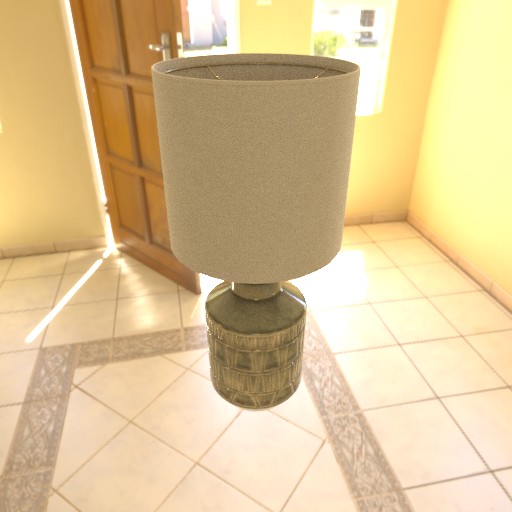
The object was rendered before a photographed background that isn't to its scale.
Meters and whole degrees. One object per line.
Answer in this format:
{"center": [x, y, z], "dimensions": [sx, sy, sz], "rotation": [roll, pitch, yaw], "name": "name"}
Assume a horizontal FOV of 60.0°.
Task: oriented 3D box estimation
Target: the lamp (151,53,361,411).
{"center": [0.000, 0.000, 0.569], "dimensions": [0.211, 0.455, 0.211], "rotation": [-11, 32, -18], "name": "lamp"}
